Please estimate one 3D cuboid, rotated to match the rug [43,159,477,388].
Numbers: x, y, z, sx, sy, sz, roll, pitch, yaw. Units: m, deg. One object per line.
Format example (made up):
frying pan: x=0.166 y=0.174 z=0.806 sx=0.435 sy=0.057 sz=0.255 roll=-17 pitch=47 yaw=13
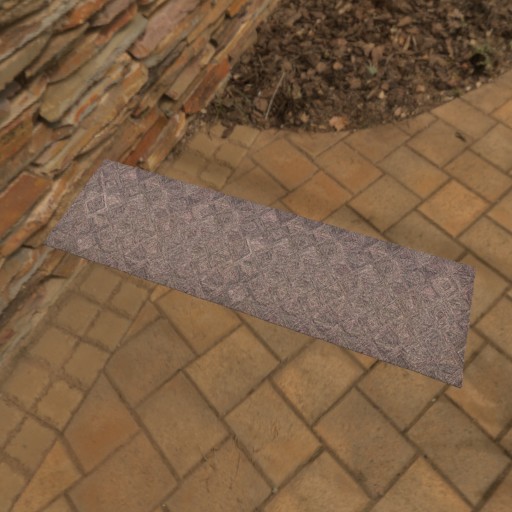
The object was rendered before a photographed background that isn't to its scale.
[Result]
rug: x=0.000 y=0.000 z=2.435 sx=2.296 sy=0.011 sz=0.691 roll=18 pitch=60 yaw=10
